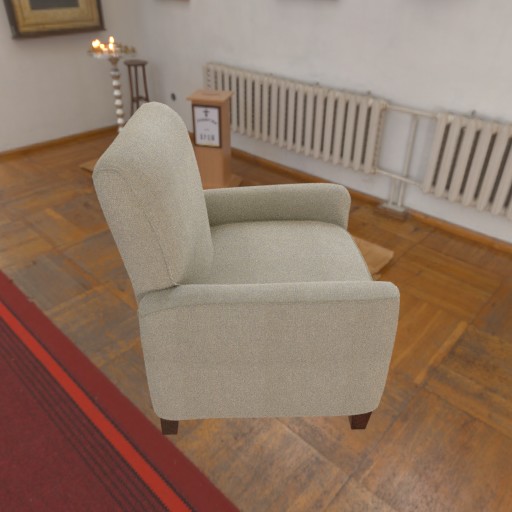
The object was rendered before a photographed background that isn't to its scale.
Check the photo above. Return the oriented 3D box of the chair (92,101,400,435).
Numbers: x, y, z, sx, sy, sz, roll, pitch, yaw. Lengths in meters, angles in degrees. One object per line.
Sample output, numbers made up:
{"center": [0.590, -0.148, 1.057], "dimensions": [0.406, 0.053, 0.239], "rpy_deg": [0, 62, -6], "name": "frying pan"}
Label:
{"center": [0.000, 0.000, 1.614], "dimensions": [0.853, 1.006, 0.850], "rpy_deg": [-1, 32, -2], "name": "chair"}
